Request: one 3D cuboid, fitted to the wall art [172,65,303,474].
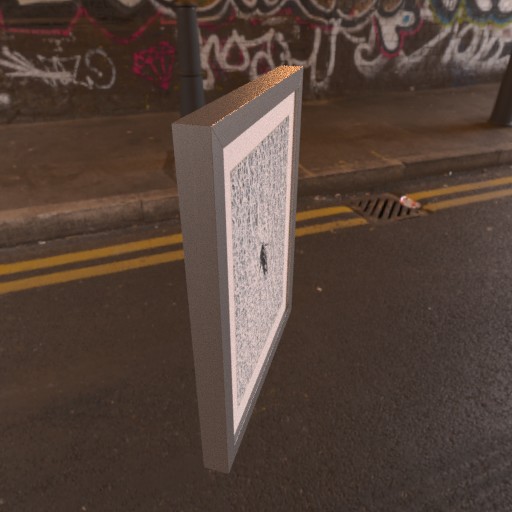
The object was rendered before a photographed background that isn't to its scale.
[{"bbox_3d":[0.000,0.000,0.523,0.030,0.379,0.308,9,31,14],"label":"wall art"}]
